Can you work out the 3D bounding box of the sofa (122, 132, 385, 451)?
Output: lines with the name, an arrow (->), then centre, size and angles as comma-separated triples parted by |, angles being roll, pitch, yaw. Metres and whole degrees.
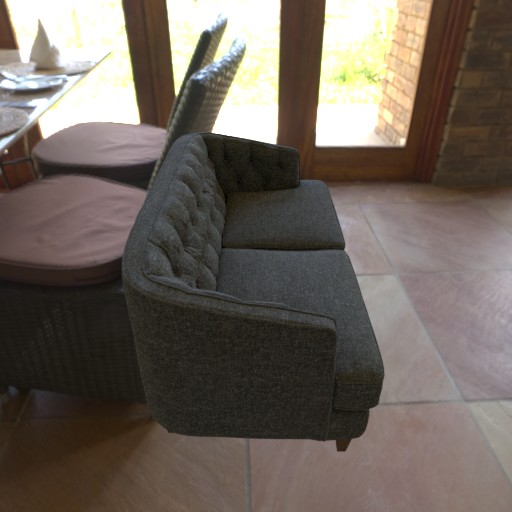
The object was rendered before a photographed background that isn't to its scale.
sofa -> 0.000, 0.000, 2.256 | 0.941, 0.855, 1.733 | 0, 33, 0
